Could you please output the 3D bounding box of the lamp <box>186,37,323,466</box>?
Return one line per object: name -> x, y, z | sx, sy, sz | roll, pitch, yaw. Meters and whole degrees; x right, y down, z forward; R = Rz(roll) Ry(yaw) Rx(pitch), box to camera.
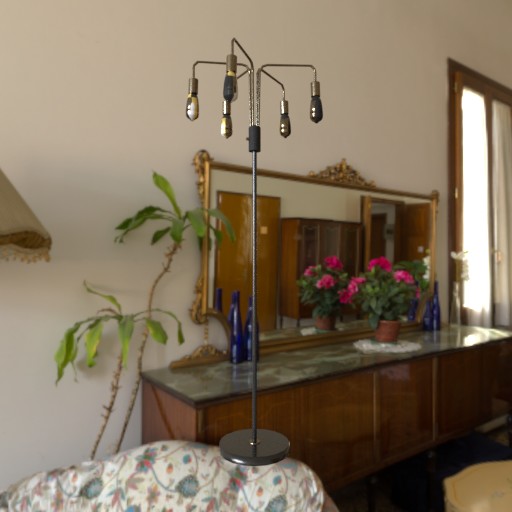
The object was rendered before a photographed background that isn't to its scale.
lamp -> 0.000, 0.000, 1.968 | 0.572, 1.721, 0.599 | 0, -1, 18
